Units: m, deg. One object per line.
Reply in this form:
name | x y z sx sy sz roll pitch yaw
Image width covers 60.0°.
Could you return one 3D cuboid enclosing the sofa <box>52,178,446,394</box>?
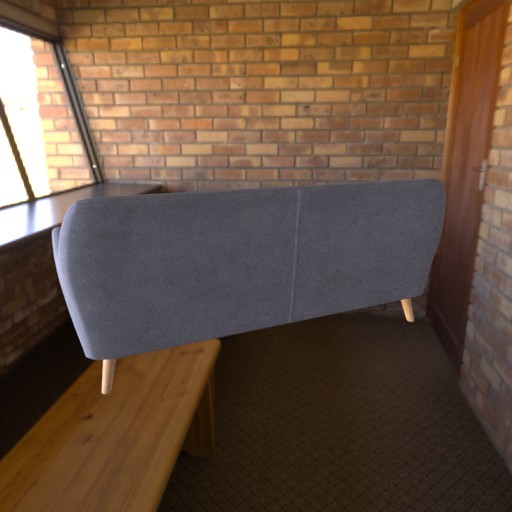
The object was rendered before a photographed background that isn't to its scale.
sofa | 0.000 0.000 2.391 1.970 0.830 0.830 -7 17 -25
